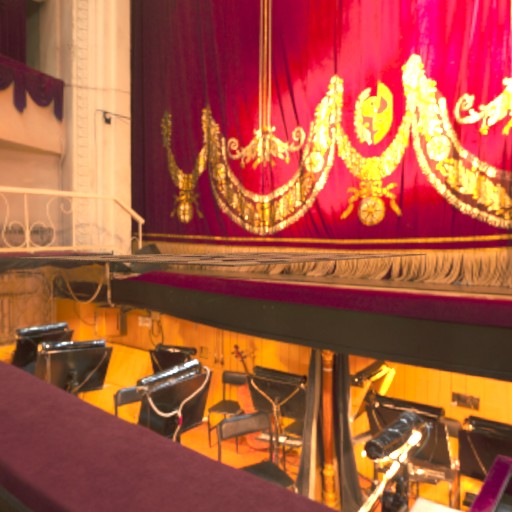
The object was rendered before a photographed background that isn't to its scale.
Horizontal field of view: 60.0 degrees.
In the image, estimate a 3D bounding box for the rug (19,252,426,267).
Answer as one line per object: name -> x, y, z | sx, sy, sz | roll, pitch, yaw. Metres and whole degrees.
rug -> 0.000, 0.000, 2.278 | 1.202, 0.006, 1.813 | 1, 2, 37
